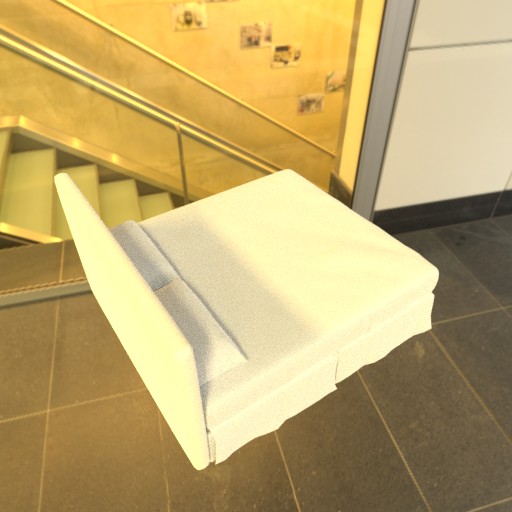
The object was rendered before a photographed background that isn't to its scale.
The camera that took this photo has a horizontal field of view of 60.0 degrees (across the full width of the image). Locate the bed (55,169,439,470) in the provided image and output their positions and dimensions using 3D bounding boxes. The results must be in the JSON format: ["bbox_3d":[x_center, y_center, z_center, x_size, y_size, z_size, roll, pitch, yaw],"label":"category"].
[{"bbox_3d":[0.000,0.000,3.613,2.341,1.317,2.119,-24,46,-25],"label":"bed"}]
